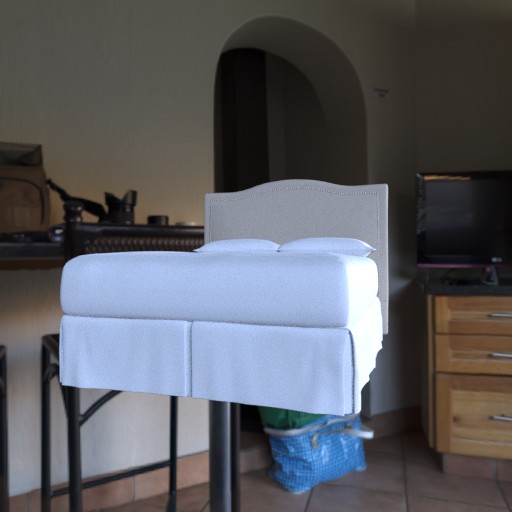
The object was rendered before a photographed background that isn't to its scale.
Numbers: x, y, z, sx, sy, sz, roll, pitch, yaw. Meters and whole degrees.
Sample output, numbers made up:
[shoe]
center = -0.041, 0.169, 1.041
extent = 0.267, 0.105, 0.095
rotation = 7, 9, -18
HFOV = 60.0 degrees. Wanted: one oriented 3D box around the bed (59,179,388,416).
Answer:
[bed]
center = 0.000, 0.000, 3.059
extent = 1.678, 1.398, 2.052
rotation = 0, -1, 19
